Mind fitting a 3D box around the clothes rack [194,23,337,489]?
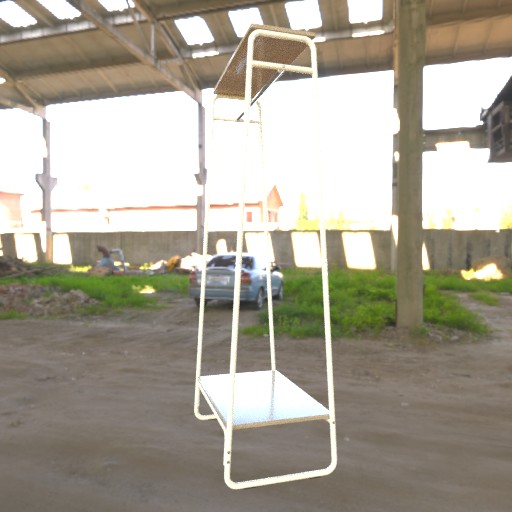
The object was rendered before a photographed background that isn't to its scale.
[{"bbox_3d":[0.000,0.000,1.774,0.400,1.512,0.640,0,1,-17],"label":"clothes rack"}]
